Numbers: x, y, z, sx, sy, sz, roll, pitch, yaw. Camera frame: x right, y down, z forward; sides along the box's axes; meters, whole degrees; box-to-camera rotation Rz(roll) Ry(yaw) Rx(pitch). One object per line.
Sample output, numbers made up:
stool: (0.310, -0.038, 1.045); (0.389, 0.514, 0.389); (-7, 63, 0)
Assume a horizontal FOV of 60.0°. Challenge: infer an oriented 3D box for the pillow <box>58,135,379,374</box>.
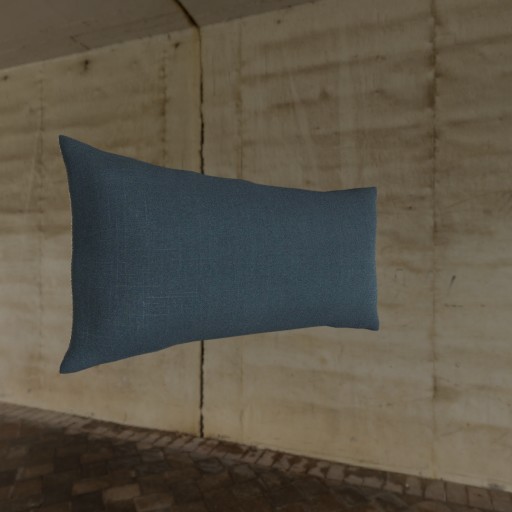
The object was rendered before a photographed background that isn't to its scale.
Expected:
pillow: (0.000, 0.000, 0.731); (0.609, 0.305, 0.151); (0, 0, -36)
